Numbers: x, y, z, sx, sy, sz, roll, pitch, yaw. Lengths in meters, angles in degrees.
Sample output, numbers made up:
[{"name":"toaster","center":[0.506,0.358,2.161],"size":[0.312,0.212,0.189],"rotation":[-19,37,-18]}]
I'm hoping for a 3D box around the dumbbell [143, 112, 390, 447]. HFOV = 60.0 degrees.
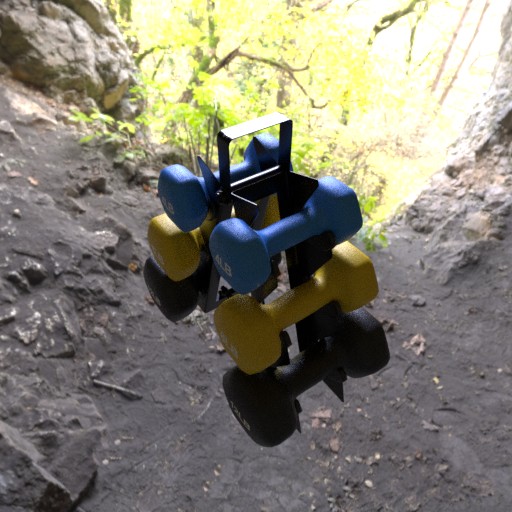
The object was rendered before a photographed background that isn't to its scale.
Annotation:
[{"name":"dumbbell","center":[0.000,0.000,0.670],"size":[0.255,0.426,0.409],"rotation":[-26,49,-25]}]
